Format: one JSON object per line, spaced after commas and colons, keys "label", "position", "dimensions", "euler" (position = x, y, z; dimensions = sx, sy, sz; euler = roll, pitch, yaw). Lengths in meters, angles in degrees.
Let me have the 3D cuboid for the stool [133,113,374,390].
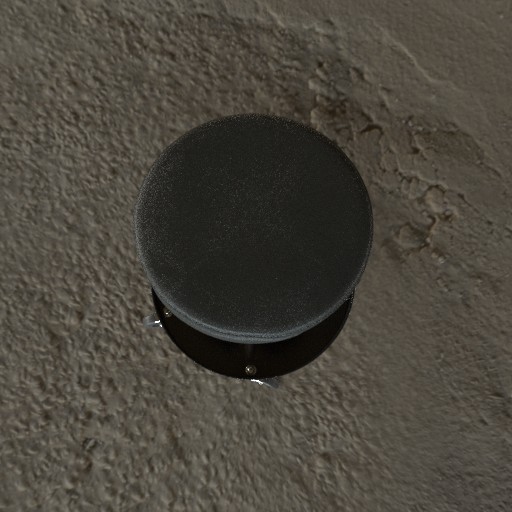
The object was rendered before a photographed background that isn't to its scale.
{"label": "stool", "position": [0.000, 0.000, 0.671], "dimensions": [0.381, 0.365, 0.382], "euler": [7, 75, 2]}
